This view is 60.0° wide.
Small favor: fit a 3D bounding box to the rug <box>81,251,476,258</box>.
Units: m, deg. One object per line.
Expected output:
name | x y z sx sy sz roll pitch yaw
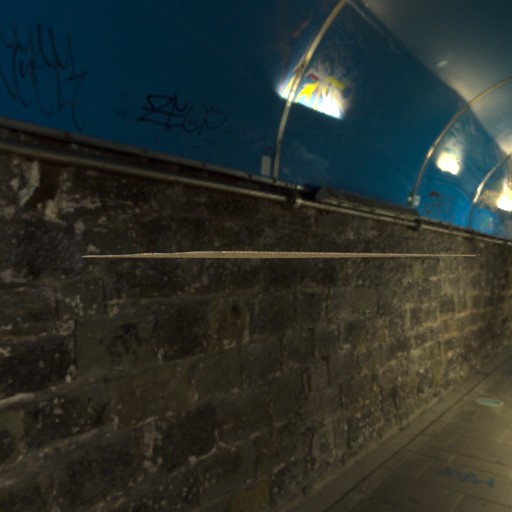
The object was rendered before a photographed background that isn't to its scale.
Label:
rug | 0.000 0.000 3.992 2.371 0.012 3.000 0 -1 -35
